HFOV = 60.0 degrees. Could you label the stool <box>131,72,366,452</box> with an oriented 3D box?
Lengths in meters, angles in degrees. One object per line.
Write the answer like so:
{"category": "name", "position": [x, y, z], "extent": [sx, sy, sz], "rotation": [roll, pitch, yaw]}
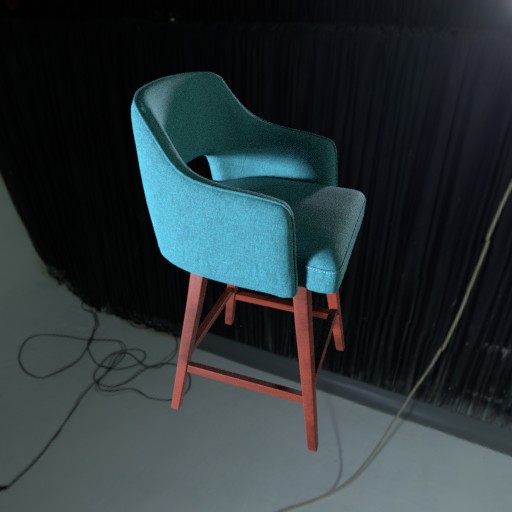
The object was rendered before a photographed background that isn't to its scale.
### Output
{"category": "stool", "position": [0.000, 0.000, 1.312], "extent": [0.556, 0.961, 0.548], "rotation": [10, 33, 17]}
